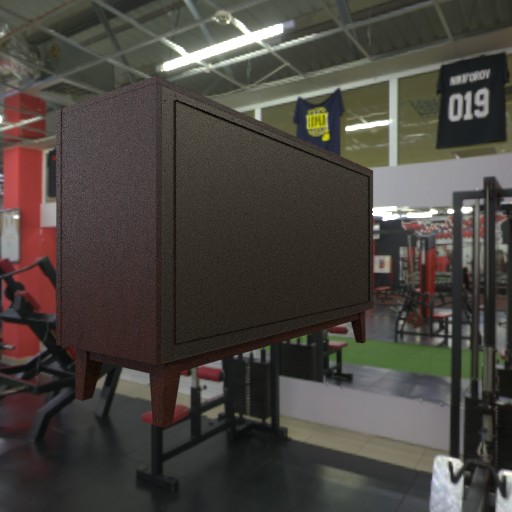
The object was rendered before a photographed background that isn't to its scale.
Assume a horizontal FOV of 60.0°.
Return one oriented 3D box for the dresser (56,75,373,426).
[{"bbox_3d":[0.000,0.000,1.992,0.499,0.971,1.609,0,0,35],"label":"dresser"}]
